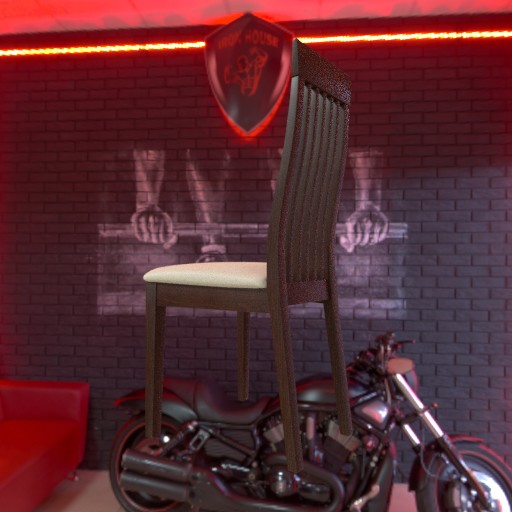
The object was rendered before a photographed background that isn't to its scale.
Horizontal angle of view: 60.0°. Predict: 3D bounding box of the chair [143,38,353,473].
[{"bbox_3d":[0.000,0.000,1.299,0.474,1.027,0.460,0,0,38],"label":"chair"}]
